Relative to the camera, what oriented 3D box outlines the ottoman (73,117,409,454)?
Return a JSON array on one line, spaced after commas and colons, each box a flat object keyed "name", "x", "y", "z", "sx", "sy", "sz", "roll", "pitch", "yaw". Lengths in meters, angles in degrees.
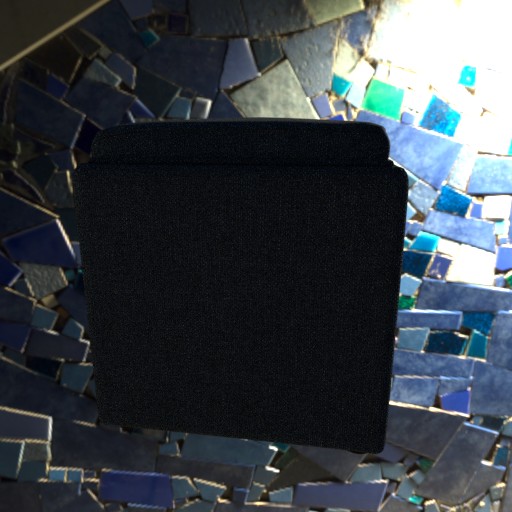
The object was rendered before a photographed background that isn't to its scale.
[{"name": "ottoman", "x": 0.000, "y": 0.000, "z": 0.826, "sx": 0.454, "sy": 0.493, "sz": 0.436, "roll": 2, "pitch": 16, "yaw": 9}]
